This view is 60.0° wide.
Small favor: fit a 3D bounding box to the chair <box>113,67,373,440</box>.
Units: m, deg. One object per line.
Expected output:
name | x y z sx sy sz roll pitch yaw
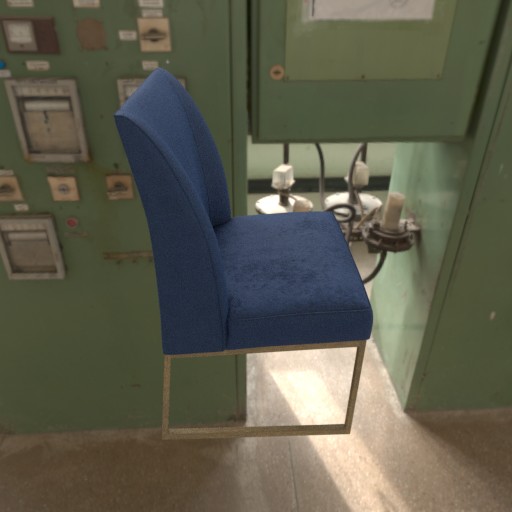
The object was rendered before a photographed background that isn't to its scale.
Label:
chair | 0.000 0.000 1.173 0.522 0.863 0.508 -1 32 -2
